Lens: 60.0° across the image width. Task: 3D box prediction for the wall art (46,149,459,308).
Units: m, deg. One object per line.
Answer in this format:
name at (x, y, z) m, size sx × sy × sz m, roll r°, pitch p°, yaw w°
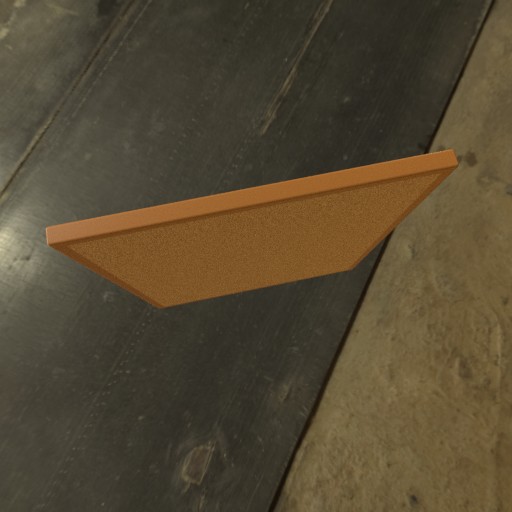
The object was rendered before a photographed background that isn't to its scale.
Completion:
wall art at (0.000, 0.000, 0.512) m, size 0.310 × 0.379 × 0.015 m, roll -11°, pitch 77°, yaw -3°
